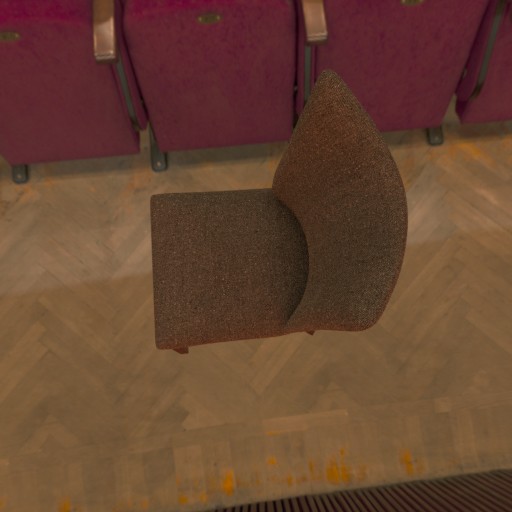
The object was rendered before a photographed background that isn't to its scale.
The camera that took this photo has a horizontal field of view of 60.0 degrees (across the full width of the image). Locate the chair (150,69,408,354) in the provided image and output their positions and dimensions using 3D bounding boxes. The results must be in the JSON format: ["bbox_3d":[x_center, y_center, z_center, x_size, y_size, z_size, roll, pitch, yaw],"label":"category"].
[{"bbox_3d":[0.000,0.000,1.284,0.623,0.924,0.535,-5,76,-1],"label":"chair"}]
